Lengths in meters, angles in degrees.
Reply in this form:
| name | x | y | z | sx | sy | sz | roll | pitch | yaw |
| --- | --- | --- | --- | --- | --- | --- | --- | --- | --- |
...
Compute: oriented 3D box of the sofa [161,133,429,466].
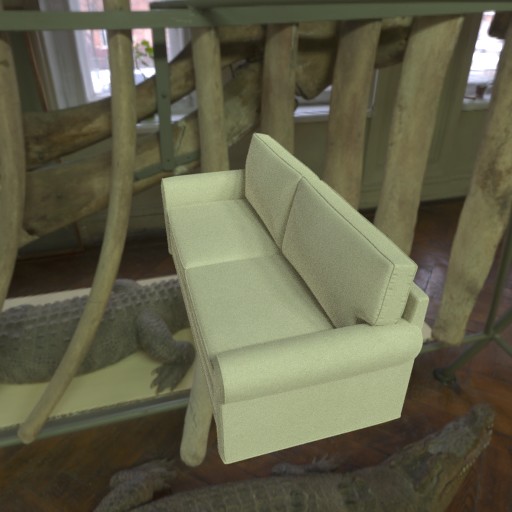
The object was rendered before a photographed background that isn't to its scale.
| name | x | y | z | sx | sy | sz | roll | pitch | yaw |
| --- | --- | --- | --- | --- | --- | --- | --- | --- | --- |
| sofa | 0.000 | 0.000 | 2.660 | 0.901 | 0.962 | 2.146 | -9 | 32 | -14 |
